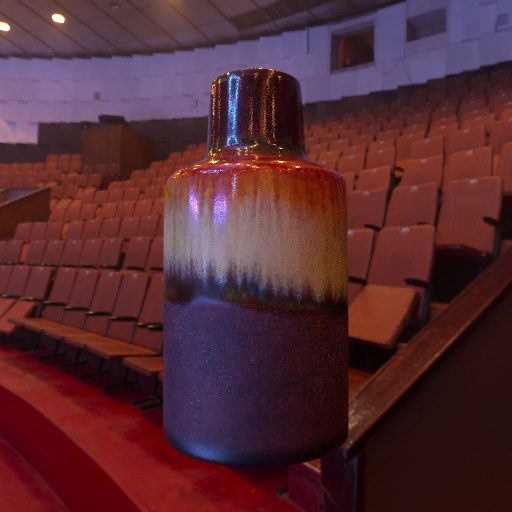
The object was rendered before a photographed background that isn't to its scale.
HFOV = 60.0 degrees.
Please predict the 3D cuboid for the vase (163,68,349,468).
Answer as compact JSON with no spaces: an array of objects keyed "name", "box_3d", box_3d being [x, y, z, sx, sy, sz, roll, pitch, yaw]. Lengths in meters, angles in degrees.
[{"name":"vase","box_3d":[0.000,0.000,0.264,0.108,0.204,0.108,0,-1,0]}]
